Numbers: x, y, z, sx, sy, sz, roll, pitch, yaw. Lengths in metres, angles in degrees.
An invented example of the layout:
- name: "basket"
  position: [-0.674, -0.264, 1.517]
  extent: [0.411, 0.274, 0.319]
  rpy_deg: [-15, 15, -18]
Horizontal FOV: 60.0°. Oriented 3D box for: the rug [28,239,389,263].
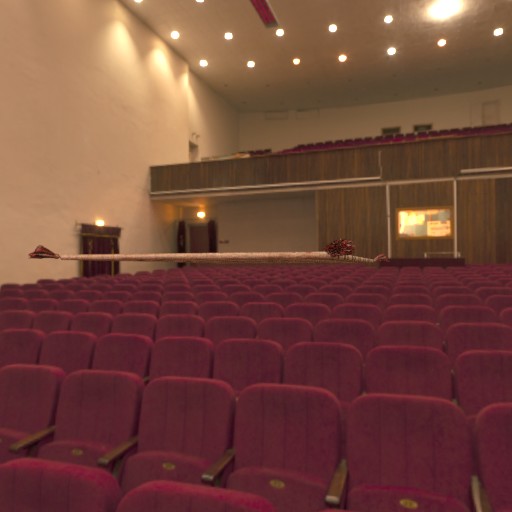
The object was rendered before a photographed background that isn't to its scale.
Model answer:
- name: "rug"
  position: [0.000, 0.000, 2.645]
  extent: [1.444, 0.067, 2.069]
  rpy_deg: [0, -1, 19]
